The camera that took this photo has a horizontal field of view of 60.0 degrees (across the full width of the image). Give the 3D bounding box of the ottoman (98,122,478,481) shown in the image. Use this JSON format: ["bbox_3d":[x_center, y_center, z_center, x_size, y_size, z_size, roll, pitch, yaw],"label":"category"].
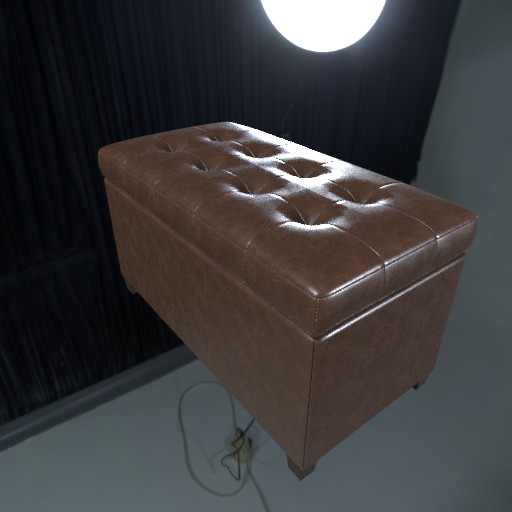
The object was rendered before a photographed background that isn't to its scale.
[{"bbox_3d":[0.000,0.000,1.103,0.432,0.470,0.838,-22,38,-31],"label":"ottoman"}]
